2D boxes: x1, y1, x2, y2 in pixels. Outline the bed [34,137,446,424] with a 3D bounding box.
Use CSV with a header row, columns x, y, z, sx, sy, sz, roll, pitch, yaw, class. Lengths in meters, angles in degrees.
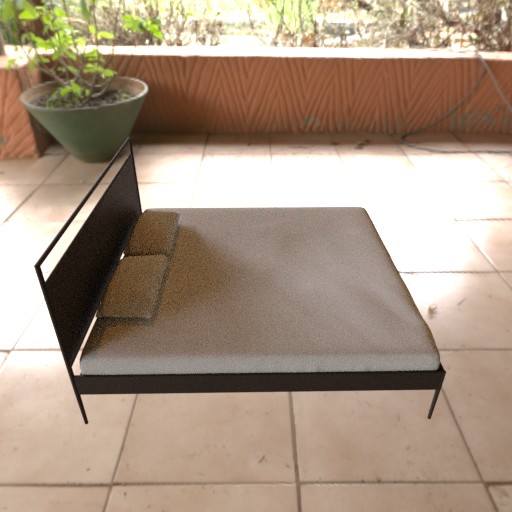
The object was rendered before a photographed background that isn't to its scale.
x,y,z,sx,sy,sz,roll,pitch,yaw,class
0.000,0.000,3.270,2.151,1.173,1.993,-1,32,-1,bed
